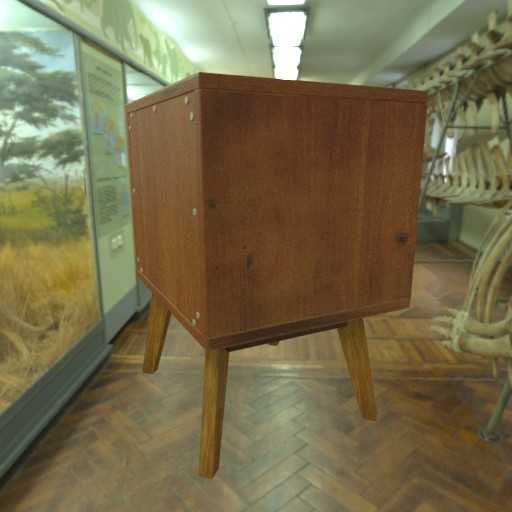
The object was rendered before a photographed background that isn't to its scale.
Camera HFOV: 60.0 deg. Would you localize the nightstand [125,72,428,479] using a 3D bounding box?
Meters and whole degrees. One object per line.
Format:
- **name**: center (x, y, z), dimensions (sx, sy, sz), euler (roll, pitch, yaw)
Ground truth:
- **nightstand**: center (0.000, 0.000, 0.917), dimensions (0.411, 0.618, 0.460), euler (-7, 15, -27)
